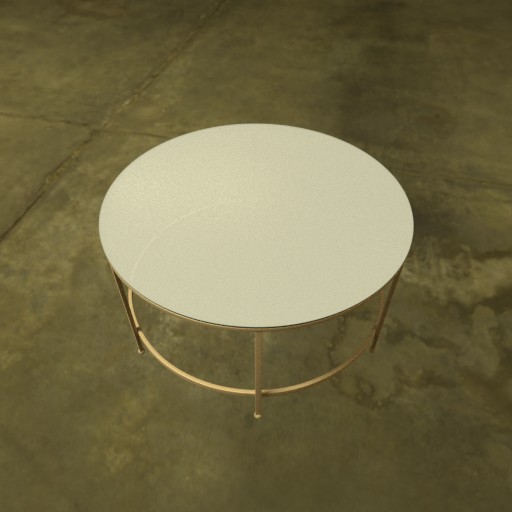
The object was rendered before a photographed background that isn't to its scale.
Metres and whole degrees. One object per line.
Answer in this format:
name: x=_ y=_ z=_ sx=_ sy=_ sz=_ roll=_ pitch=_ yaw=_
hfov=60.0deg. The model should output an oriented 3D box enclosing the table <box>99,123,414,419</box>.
table: x=0.000 y=0.000 z=1.488 sx=0.914 sy=0.470 sz=0.914 roll=0 pitch=45 yaw=0
